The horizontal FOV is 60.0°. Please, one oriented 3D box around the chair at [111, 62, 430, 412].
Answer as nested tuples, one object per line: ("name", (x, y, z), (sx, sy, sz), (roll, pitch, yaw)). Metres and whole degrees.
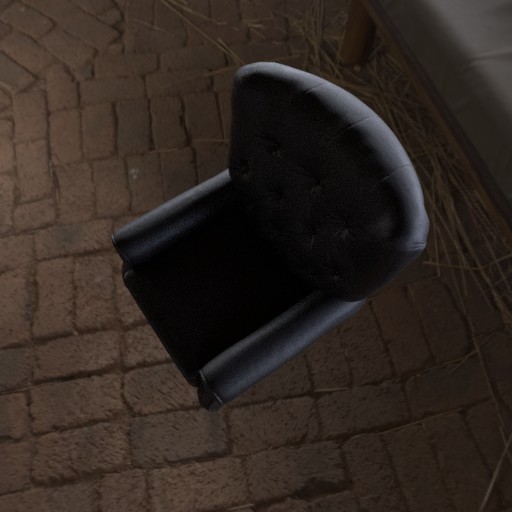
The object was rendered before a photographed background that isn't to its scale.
("chair", (0.000, 0.000, 1.898), (1.058, 1.158, 0.948), (-33, 69, -14))
